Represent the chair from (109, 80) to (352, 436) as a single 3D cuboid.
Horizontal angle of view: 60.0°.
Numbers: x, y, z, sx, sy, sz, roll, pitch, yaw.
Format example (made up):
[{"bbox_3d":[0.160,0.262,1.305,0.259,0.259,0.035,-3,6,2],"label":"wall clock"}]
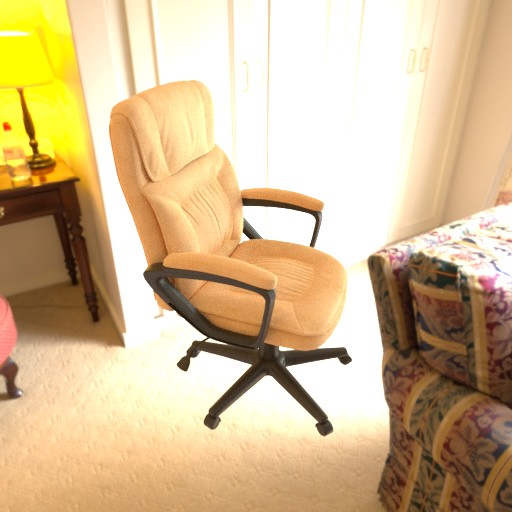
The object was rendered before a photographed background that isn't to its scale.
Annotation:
[{"bbox_3d":[0.000,0.000,1.556,0.724,1.105,0.667,11,31,18],"label":"chair"}]
